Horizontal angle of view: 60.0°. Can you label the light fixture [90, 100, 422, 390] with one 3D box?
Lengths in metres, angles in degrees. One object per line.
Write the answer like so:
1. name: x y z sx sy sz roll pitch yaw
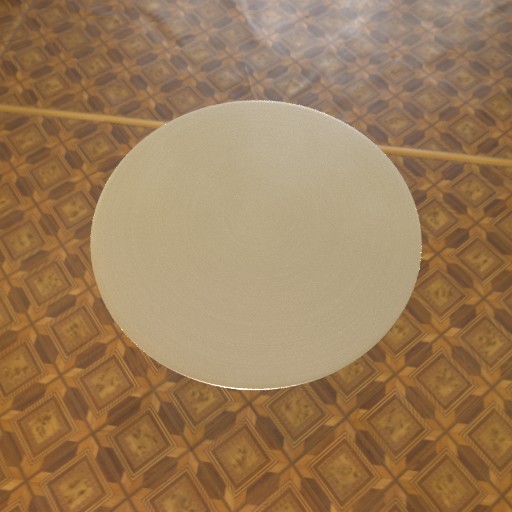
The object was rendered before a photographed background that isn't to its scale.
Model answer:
1. light fixture: 0.000 0.000 0.438 0.280 0.135 0.280 0 64 0
